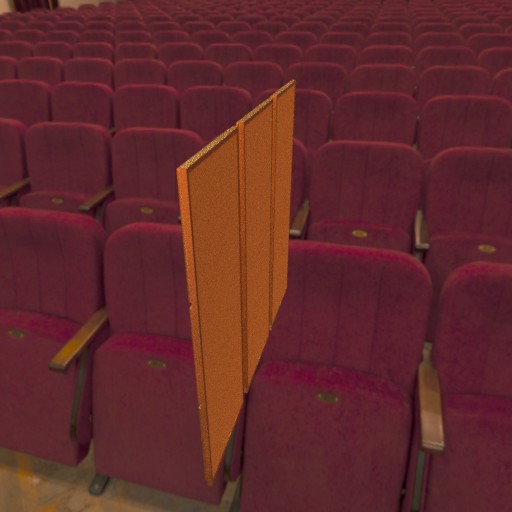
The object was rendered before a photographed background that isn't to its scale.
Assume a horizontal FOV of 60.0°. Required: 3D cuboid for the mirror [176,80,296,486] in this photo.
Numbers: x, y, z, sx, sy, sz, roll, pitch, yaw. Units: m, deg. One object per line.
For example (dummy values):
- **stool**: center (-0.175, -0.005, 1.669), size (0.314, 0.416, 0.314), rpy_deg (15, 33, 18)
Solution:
- **mirror**: center (0.000, 0.000, 1.436), size (0.023, 0.926, 1.011), rpy_deg (8, 31, 13)
